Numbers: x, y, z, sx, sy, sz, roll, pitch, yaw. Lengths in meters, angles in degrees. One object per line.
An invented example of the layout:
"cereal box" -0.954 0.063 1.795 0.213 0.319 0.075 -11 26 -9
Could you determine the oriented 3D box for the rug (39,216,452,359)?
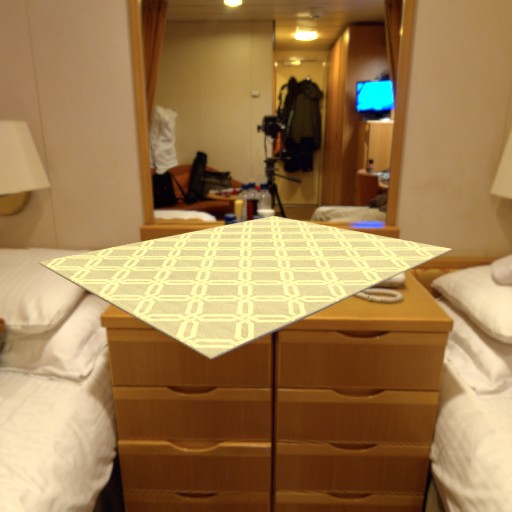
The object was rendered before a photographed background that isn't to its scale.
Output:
"rug" 0.000 0.000 3.932 2.895 0.018 2.288 -15 22 -43
